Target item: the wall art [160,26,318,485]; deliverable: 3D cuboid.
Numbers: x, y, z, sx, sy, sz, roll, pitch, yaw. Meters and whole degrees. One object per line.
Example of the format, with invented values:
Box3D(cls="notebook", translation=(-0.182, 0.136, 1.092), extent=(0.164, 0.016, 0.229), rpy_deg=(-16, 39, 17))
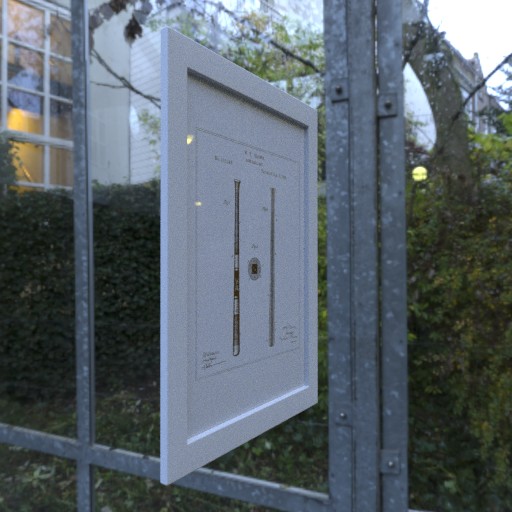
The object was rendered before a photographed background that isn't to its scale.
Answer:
Box3D(cls="wall art", translation=(0.000, 0.000, 0.599), extent=(0.011, 0.482, 0.329), rpy_deg=(0, 0, 36))
